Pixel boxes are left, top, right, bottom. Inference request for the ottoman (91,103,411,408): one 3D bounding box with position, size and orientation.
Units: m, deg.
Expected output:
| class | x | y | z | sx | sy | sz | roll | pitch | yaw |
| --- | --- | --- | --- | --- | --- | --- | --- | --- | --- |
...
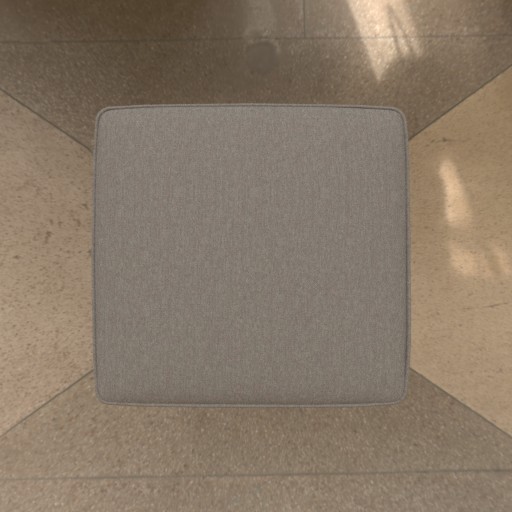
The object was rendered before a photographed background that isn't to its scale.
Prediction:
| class | x | y | z | sx | sy | sz | roll | pitch | yaw |
| --- | --- | --- | --- | --- | --- | --- | --- | --- | --- |
| ottoman | 0.000 | 0.000 | 1.391 | 0.871 | 0.612 | 0.808 | 0 | 90 | 0 |
